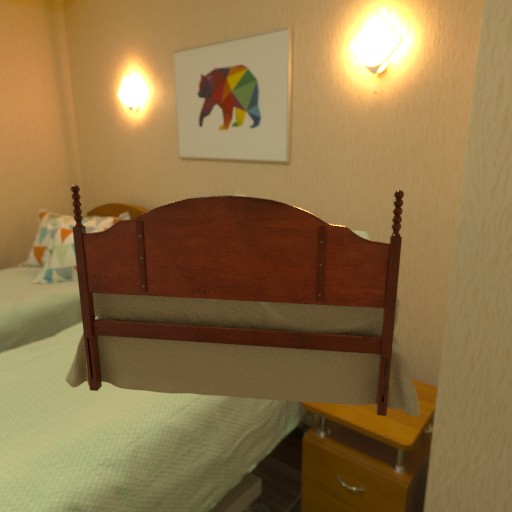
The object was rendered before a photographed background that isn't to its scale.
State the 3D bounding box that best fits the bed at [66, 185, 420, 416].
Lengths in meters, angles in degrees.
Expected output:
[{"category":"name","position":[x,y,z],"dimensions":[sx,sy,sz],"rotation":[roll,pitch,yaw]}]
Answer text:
[{"category":"bed","position":[0.000,0.000,3.690],"dimensions":[2.322,1.355,2.219],"rotation":[2,15,8]}]
